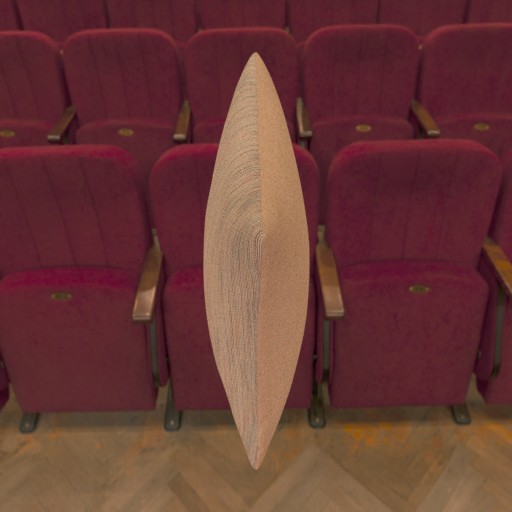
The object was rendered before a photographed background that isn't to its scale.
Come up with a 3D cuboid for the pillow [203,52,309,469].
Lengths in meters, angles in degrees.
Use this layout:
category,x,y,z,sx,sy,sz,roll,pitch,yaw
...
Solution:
category,x,y,z,sx,sy,sz,roll,pitch,yaw
pillow,0.000,0.000,0.758,0.178,0.506,0.512,-1,42,-1
